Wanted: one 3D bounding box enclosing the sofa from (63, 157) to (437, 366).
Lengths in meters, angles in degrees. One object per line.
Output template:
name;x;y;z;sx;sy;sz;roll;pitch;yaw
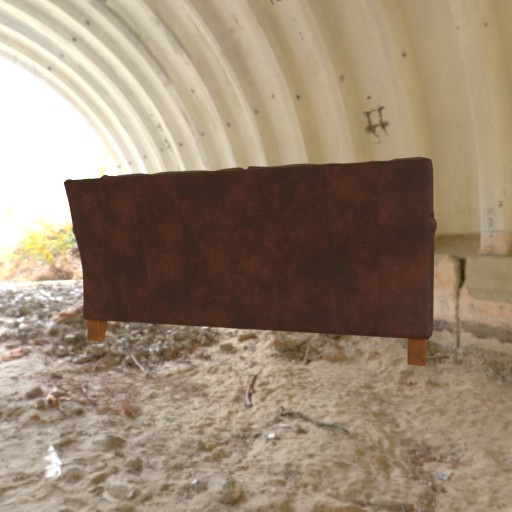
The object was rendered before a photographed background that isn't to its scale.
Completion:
sofa;0.000;0.000;2.841;2.144;1.071;1.147;0;1;18
